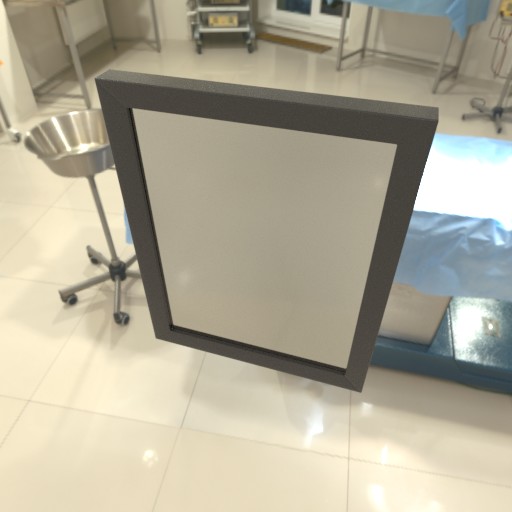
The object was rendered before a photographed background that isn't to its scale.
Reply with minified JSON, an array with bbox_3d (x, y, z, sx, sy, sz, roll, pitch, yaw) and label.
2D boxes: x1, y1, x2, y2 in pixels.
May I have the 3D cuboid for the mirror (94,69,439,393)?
[{"bbox_3d":[0.000,0.000,0.681,0.405,0.508,0.041,12,42,13],"label":"mirror"}]
